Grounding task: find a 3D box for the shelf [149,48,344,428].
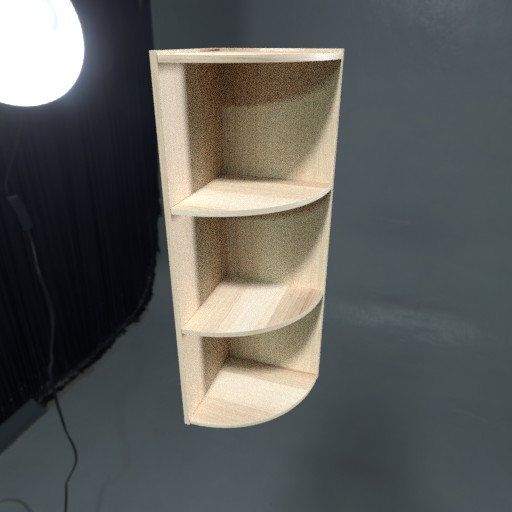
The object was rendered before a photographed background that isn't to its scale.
[{"bbox_3d":[0.000,0.000,1.033,0.290,0.872,0.290,8,27,17],"label":"shelf"}]
